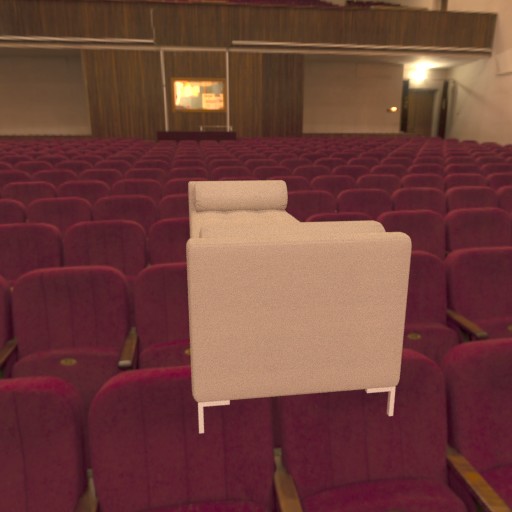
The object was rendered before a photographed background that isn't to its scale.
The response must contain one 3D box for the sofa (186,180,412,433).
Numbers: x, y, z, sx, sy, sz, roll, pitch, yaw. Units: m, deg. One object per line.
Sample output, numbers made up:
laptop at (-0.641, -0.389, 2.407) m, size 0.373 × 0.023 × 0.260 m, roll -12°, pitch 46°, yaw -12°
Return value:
sofa at (0.000, 0.000, 2.318) m, size 0.686 × 0.635 × 1.981 m, roll -2°, pitch 15°, yaw -8°
